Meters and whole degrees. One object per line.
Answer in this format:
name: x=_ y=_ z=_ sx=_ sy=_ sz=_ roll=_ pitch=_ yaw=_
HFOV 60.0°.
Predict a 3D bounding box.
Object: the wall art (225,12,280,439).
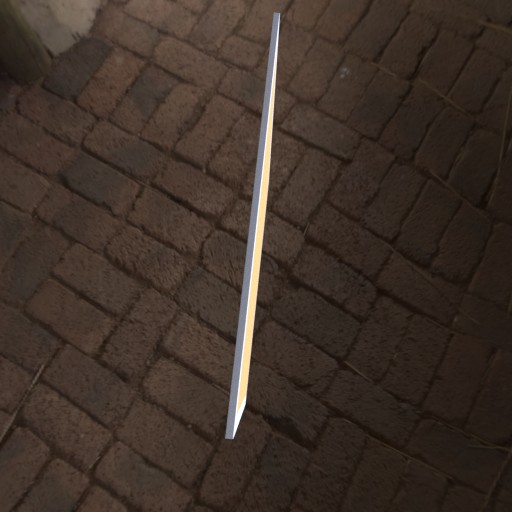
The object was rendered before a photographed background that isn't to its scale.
wall art: x=0.000 y=0.000 z=0.818 sx=0.009 sy=0.559 sz=0.558 roll=6 pitch=75 yaw=2
